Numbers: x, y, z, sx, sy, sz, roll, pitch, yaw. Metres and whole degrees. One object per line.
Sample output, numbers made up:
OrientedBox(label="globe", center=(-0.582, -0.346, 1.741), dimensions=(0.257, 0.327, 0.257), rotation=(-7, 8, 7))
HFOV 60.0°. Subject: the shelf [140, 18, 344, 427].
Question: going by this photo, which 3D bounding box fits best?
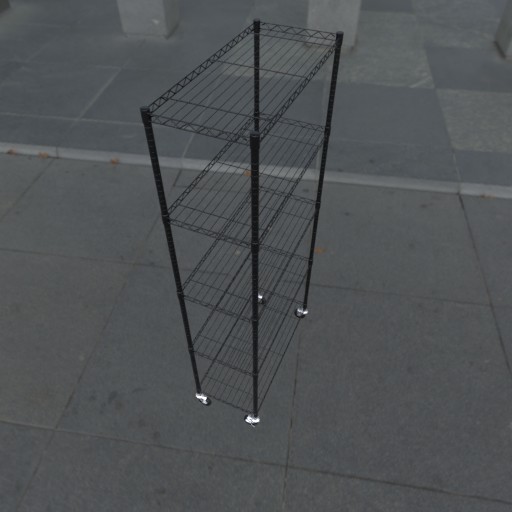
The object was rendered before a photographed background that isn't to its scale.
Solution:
OrientedBox(label="shelf", center=(0.000, 0.000, 1.919), dimensions=(0.356, 1.645, 0.762), rotation=(18, 48, 16))
